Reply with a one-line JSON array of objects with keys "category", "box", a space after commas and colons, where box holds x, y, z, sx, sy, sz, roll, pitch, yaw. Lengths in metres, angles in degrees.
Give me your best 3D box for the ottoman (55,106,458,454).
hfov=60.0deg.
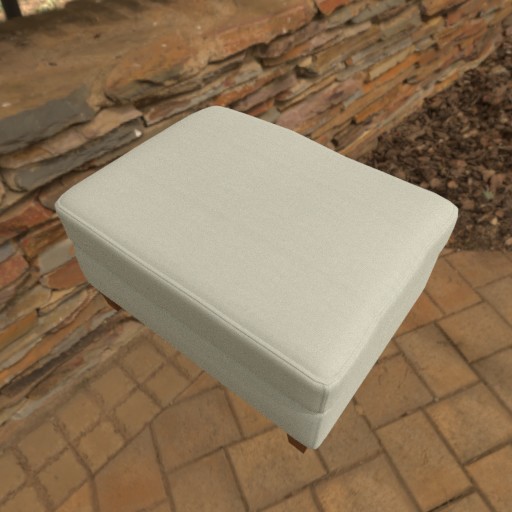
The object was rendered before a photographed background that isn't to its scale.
[{"category": "ottoman", "box": [0.000, 0.000, 1.226, 0.818, 0.496, 0.634, 30, 54, 24]}]
